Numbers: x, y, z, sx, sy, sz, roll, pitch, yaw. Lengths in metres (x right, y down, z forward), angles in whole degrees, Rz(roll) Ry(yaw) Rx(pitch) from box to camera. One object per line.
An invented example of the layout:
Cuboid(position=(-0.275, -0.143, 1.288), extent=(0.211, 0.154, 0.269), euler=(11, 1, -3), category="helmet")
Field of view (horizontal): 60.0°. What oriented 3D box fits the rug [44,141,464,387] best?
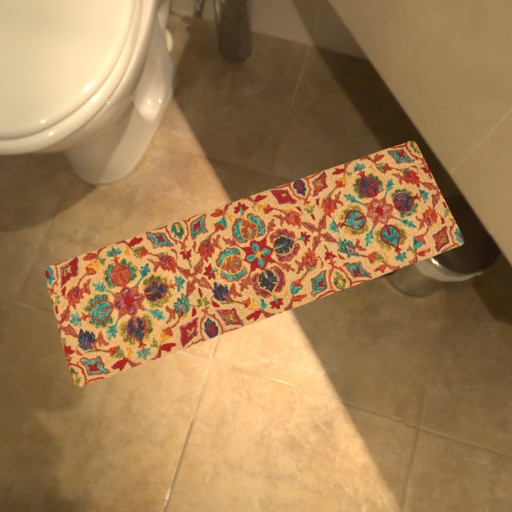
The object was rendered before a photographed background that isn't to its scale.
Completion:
Cuboid(position=(0.000, 0.000, 2.485), extent=(2.273, 0.016, 0.693), euler=(-20, 77, -5), category="rug")
